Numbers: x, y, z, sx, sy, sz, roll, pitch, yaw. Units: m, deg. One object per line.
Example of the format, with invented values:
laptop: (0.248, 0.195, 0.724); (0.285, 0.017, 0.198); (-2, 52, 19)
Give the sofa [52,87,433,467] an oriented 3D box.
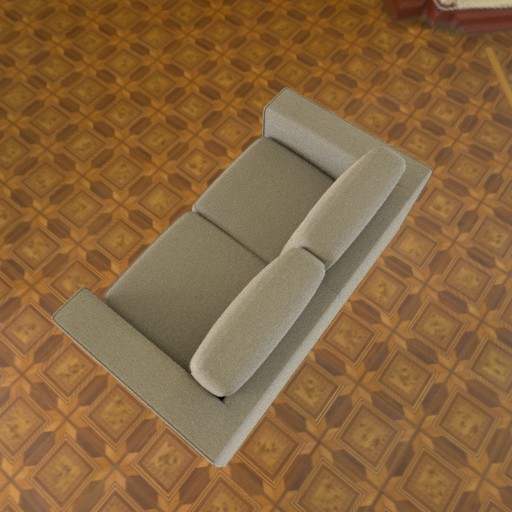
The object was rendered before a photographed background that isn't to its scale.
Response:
sofa: (0.000, 0.000, 2.374); (1.007, 0.924, 1.812); (35, 69, 15)
